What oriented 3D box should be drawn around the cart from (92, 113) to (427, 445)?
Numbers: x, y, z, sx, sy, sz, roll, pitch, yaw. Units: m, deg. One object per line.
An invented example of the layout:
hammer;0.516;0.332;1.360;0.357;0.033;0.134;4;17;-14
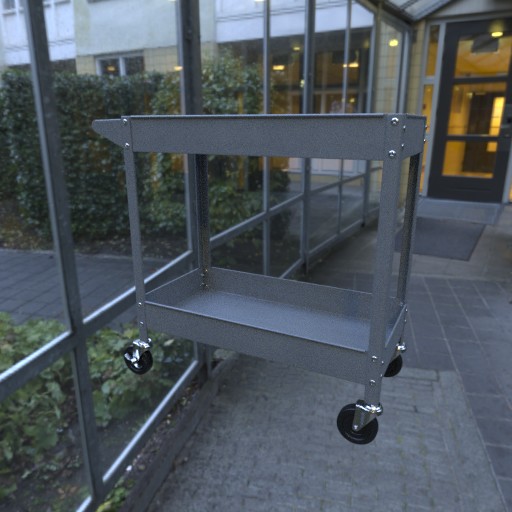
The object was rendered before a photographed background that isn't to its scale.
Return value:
cart;0.000;0.000;1.194;0.779;0.719;0.366;8;19;26
